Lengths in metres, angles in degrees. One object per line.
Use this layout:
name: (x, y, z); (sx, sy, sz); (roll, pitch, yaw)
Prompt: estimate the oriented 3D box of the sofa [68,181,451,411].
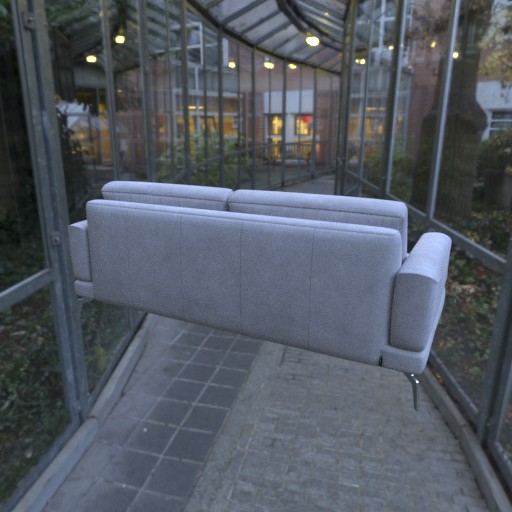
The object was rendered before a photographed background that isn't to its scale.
sofa: (0.000, 0.000, 2.548); (2.013, 0.830, 0.980); (8, 18, 26)
